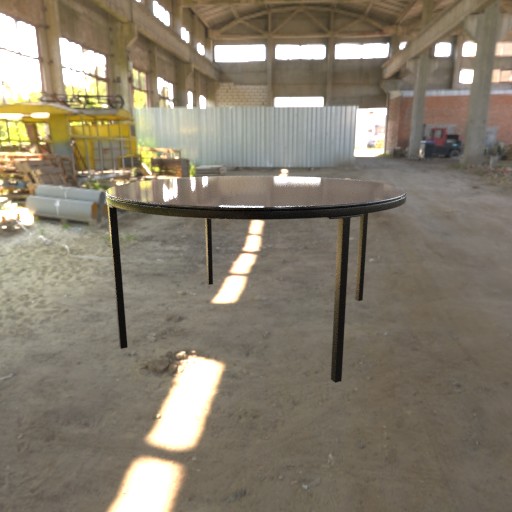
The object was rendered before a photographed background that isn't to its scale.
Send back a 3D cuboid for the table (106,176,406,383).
[{"bbox_3d":[0.000,0.000,1.287,0.800,0.400,0.800,0,15,0],"label":"table"}]
